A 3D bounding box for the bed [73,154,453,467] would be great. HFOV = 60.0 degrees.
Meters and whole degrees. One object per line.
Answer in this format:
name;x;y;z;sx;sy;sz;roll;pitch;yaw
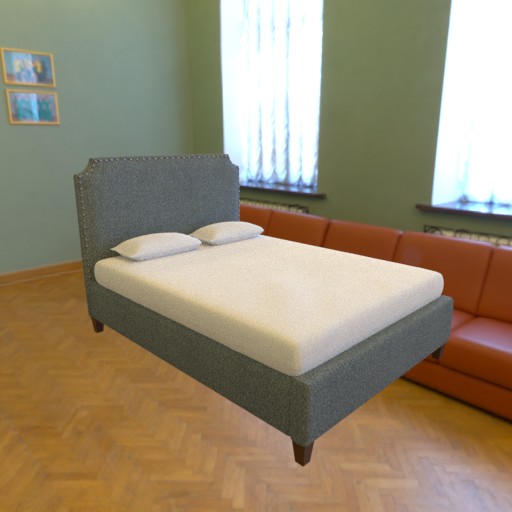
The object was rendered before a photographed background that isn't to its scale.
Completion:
bed;0.000;0.000;3.362;1.712;1.443;2.372;-14;20;-43
